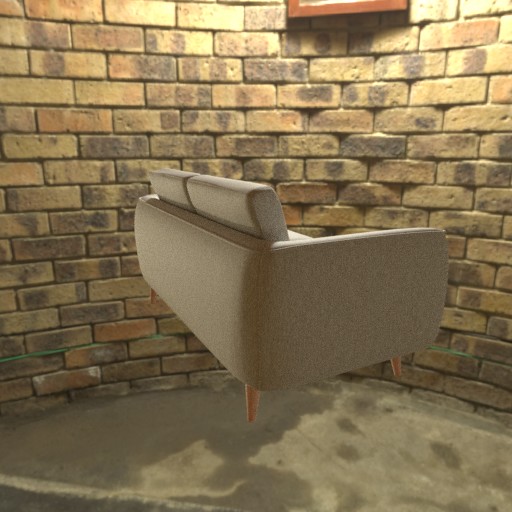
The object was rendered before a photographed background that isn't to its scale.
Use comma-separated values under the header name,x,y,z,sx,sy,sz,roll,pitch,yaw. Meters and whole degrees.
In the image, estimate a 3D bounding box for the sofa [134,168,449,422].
name,x,y,z,sx,sy,sz,roll,pitch,yaw
sofa,0.000,0.000,2.283,0.920,0.850,1.700,-7,16,-27
